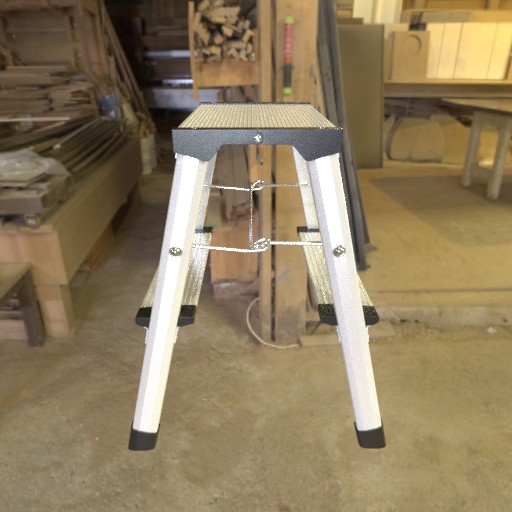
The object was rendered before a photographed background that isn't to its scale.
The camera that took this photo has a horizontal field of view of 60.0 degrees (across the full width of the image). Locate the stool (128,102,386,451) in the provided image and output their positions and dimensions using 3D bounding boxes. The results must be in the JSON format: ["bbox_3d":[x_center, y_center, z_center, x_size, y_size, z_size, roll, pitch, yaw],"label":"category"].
[{"bbox_3d":[0.000,0.000,0.773,0.405,0.480,0.404,0,25,-1],"label":"stool"}]
